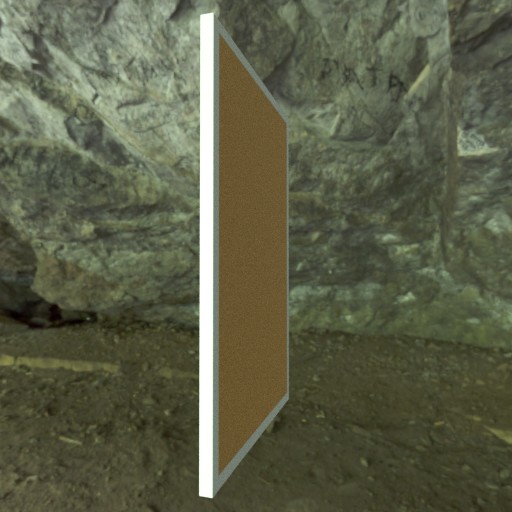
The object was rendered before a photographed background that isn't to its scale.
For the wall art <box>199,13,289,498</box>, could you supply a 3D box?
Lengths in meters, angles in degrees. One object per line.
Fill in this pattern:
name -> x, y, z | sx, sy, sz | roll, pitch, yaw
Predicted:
wall art -> 0.000, 0.000, 0.542 | 0.013, 0.433, 0.303 | 0, -1, 17
